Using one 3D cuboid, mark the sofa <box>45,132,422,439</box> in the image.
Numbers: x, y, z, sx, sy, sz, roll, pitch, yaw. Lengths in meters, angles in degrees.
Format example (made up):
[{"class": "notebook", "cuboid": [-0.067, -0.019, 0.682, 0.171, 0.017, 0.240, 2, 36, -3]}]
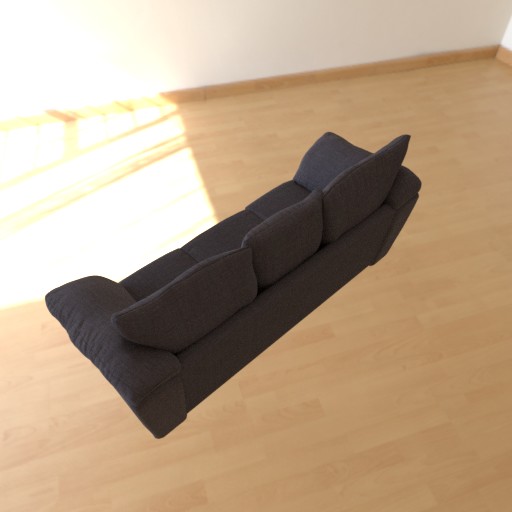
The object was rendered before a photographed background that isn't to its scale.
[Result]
[{"class": "sofa", "cuboid": [0.000, 0.000, 2.810, 2.336, 1.080, 0.883, -34, 56, -27]}]
